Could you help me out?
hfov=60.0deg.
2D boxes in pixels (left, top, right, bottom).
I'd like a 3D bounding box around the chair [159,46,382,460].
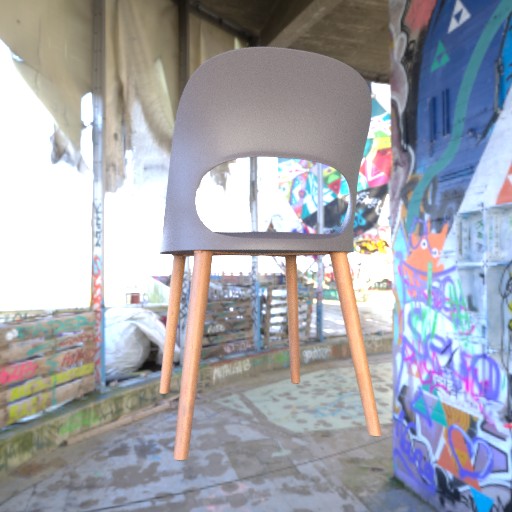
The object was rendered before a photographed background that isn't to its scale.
[{"bbox_3d":[0.000,0.000,1.122,0.470,0.795,0.556,0,-1,-16],"label":"chair"}]
